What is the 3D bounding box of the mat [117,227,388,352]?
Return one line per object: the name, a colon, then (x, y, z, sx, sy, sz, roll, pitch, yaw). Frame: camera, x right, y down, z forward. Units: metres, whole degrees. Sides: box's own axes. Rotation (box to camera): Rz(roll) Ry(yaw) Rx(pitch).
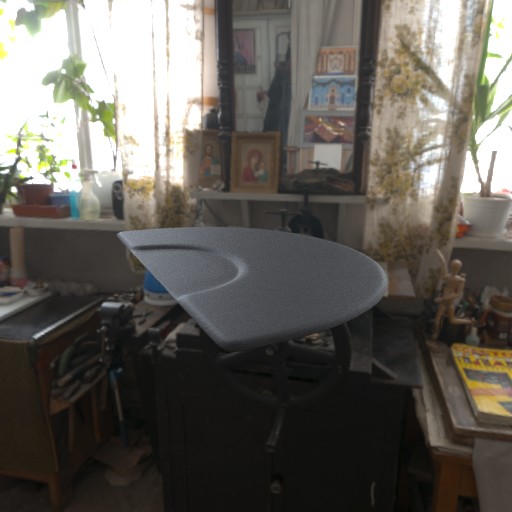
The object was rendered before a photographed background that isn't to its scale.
mat: (0.000, 0.000, 1.890, 0.917, 0.022, 1.525, -7, 16, -26)
